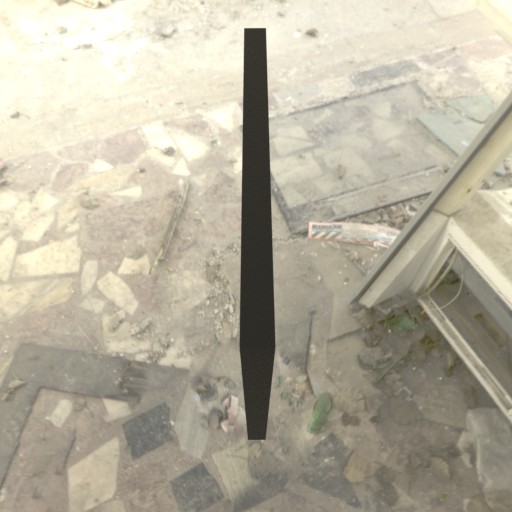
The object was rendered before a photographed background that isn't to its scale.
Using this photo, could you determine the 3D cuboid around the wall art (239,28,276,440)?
[{"bbox_3d":[0.000,0.000,0.690,0.030,0.458,0.462,0,58,0],"label":"wall art"}]
